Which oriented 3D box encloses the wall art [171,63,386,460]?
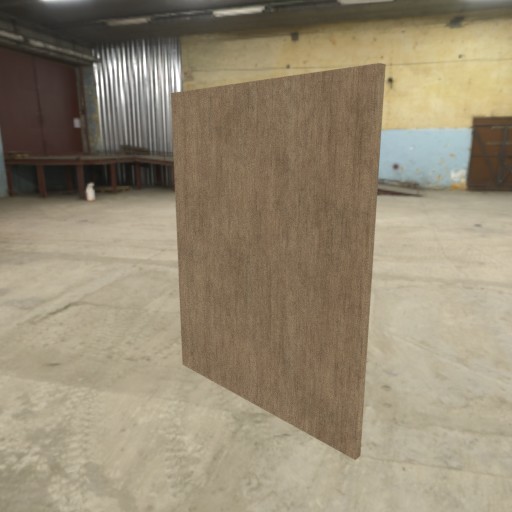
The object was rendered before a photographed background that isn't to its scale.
[{"bbox_3d":[0.000,0.000,0.928,0.534,0.686,0.018,13,19,43],"label":"wall art"}]
